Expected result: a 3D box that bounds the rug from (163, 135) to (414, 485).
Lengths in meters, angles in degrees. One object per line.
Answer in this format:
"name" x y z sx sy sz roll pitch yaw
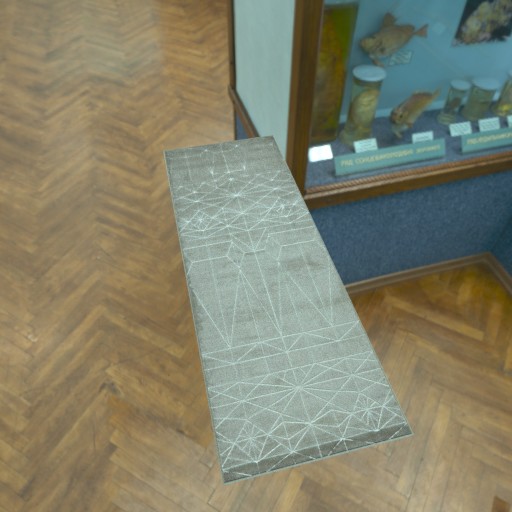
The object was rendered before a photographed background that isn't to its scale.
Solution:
"rug" 0.000 0.000 2.668 0.864 0.012 2.388 -10 50 -9
